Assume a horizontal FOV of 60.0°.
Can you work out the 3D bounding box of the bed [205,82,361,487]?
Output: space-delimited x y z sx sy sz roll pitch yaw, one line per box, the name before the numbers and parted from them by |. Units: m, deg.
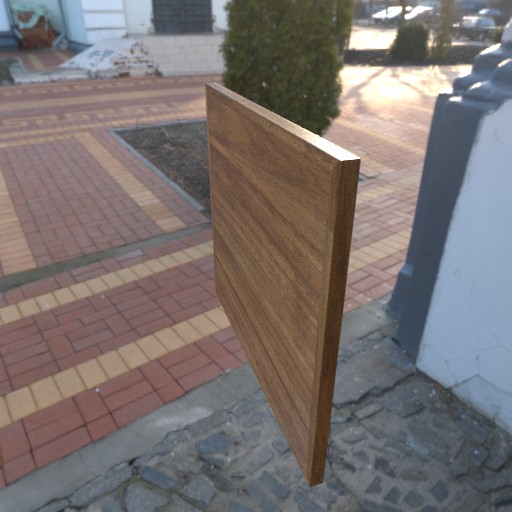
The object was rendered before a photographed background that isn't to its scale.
bed | 0.000 0.000 1.457 0.043 0.940 1.041 -10 30 -17
